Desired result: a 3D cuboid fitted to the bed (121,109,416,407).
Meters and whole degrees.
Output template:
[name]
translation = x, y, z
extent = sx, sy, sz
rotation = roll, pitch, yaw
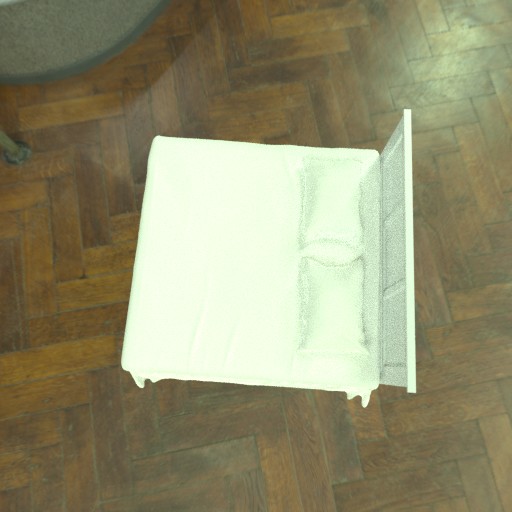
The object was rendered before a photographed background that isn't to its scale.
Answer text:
[bed]
translation = 0.000, 0.000, 3.641
extent = 2.215, 1.273, 2.317
rotation = 4, 76, 1
